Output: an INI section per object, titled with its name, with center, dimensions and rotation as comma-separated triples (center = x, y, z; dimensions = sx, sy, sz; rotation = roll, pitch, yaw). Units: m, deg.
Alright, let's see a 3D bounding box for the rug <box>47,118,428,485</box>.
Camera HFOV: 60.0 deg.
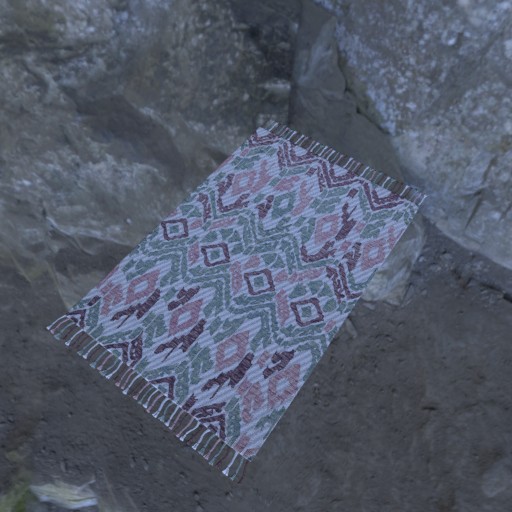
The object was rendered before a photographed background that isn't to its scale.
[rug]
center = 0.000, 0.000, 3.082
dimensions = 1.524, 0.011, 2.438
rotation = 31, 63, 18
